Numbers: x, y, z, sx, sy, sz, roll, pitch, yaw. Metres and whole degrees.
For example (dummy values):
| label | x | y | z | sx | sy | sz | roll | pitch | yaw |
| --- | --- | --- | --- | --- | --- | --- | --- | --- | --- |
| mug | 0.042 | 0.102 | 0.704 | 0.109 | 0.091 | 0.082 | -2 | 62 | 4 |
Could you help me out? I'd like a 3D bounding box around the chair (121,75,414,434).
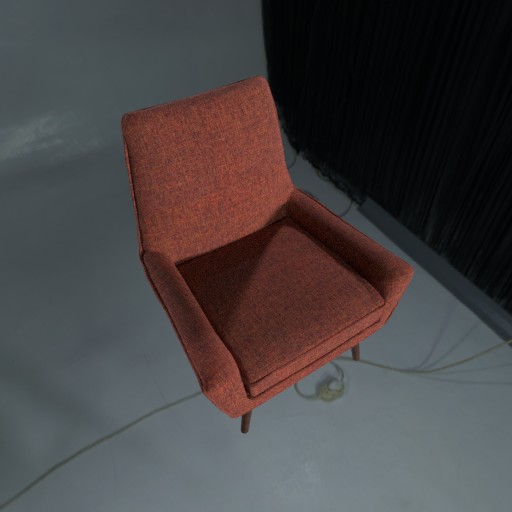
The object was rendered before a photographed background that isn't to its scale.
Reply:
| label | x | y | z | sx | sy | sz | roll | pitch | yaw |
| --- | --- | --- | --- | --- | --- | --- | --- | --- | --- |
| chair | 0.000 | 0.000 | 1.547 | 0.803 | 0.911 | 0.784 | -25 | 51 | -22 |
